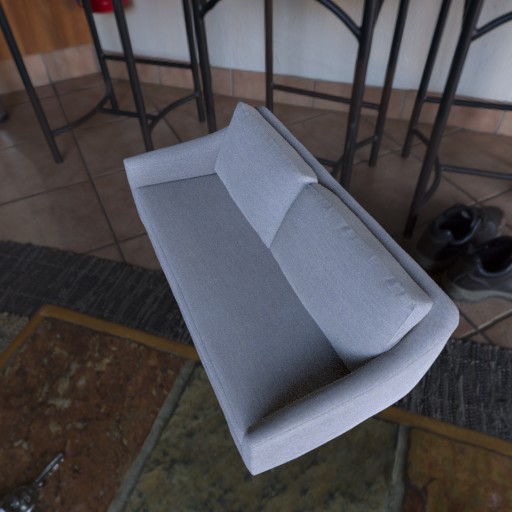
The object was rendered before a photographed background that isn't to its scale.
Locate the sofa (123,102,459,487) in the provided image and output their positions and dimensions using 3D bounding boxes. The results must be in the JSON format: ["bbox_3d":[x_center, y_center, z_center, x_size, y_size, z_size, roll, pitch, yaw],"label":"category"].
[{"bbox_3d":[0.000,0.000,2.490,0.980,0.913,2.036,-18,49,-17],"label":"sofa"}]
